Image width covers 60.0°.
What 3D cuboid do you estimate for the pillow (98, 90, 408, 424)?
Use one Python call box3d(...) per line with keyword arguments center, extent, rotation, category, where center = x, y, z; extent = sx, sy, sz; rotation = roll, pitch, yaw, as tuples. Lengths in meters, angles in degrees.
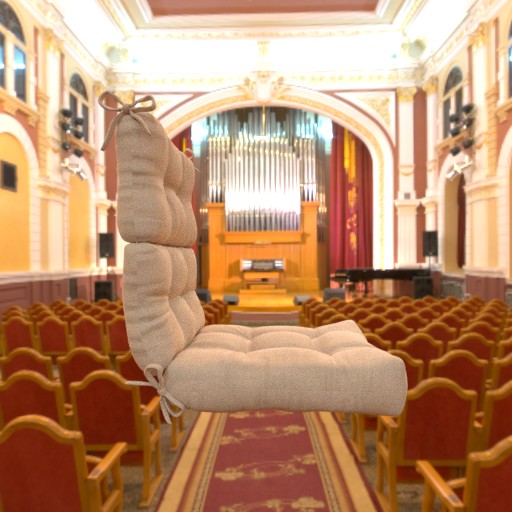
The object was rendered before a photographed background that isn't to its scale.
box3d(center=(0.000, 0.000, 1.029), extent=(0.571, 0.605, 0.519), rotation=(0, 0, 2), category="pillow")
